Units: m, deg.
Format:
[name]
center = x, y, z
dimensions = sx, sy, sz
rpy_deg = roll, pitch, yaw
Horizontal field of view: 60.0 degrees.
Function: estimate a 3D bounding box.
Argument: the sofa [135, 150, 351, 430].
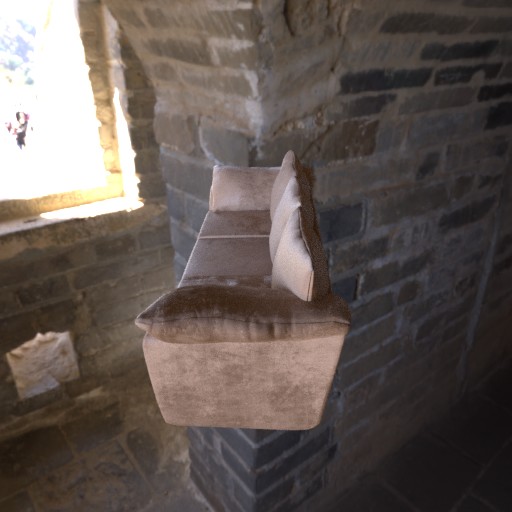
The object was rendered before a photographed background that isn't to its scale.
[sofa]
center = 0.000, 0.000, 2.898
dimensions = 0.893, 0.981, 2.377
rpy_deg = 1, 26, 2
